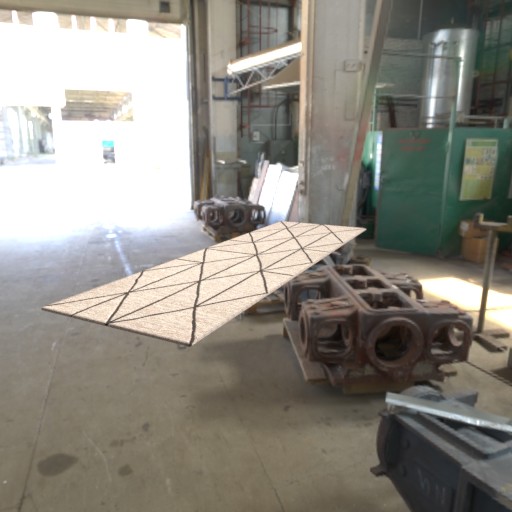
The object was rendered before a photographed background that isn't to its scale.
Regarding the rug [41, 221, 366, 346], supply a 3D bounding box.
[{"bbox_3d":[0.000,0.000,2.730,0.762,0.012,2.438,7,16,27],"label":"rug"}]
